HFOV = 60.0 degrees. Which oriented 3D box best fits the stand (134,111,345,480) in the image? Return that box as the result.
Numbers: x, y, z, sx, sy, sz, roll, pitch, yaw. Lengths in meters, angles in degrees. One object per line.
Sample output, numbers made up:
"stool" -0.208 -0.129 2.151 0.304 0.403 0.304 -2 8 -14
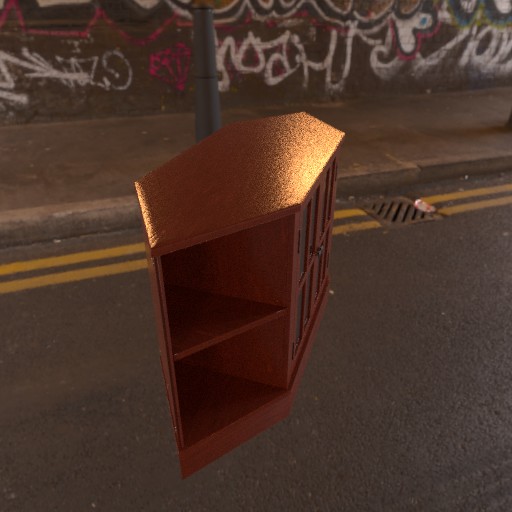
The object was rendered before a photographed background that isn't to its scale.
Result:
"stand" 0.000 0.000 1.308 0.381 0.614 1.072 10 31 16
